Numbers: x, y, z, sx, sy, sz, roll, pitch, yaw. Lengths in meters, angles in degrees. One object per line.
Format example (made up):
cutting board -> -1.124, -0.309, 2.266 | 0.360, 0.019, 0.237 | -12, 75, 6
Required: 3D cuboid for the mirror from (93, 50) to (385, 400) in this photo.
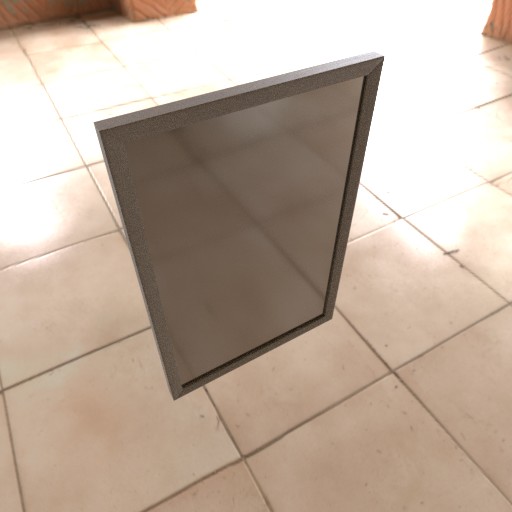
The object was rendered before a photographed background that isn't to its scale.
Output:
mirror -> 0.000, 0.000, 1.158 | 0.609, 0.915, 0.040 | -23, 49, -21
